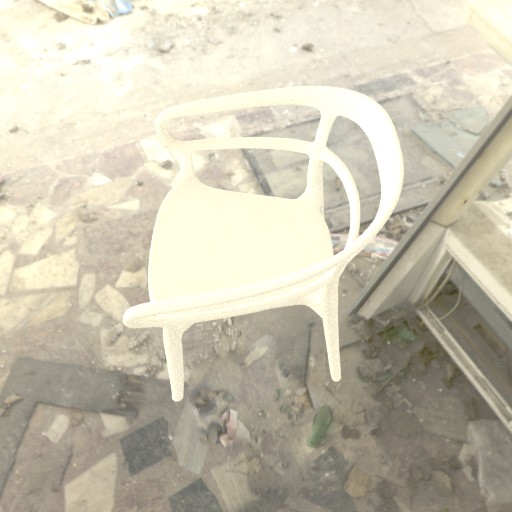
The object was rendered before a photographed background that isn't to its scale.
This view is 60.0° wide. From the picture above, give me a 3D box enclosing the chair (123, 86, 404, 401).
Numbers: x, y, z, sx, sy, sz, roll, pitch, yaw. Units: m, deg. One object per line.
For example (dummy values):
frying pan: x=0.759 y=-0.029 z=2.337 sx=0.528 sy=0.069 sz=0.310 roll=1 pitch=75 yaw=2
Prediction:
chair: x=0.000 y=0.000 z=1.129 sx=0.527 sy=0.761 sz=0.559 roll=-1 pitch=57 yaw=0
